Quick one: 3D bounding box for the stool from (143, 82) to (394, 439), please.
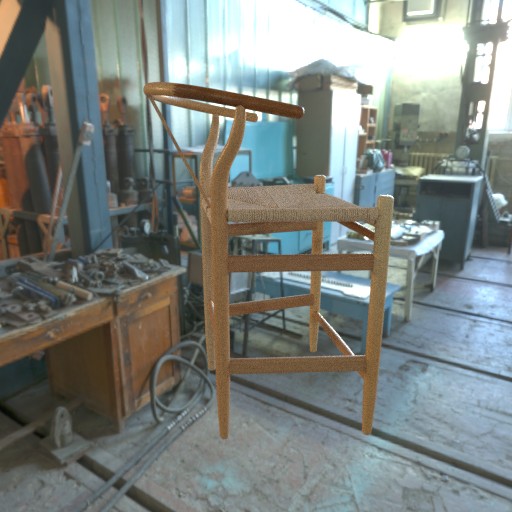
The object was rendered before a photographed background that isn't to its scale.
[{"bbox_3d":[0.000,0.000,1.289,0.575,0.923,0.536,-3,16,-10],"label":"stool"}]
